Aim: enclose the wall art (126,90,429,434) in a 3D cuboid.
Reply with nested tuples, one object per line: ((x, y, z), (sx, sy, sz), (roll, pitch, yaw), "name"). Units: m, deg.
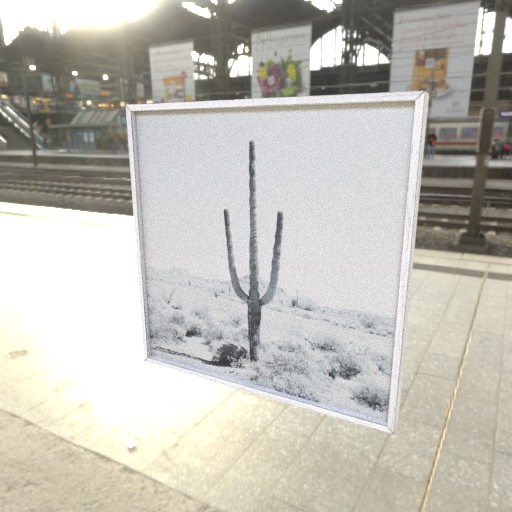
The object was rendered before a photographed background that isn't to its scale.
((0.000, 0.000, 0.761), (0.508, 0.508, 0.038), (8, 17, 27), "wall art")
